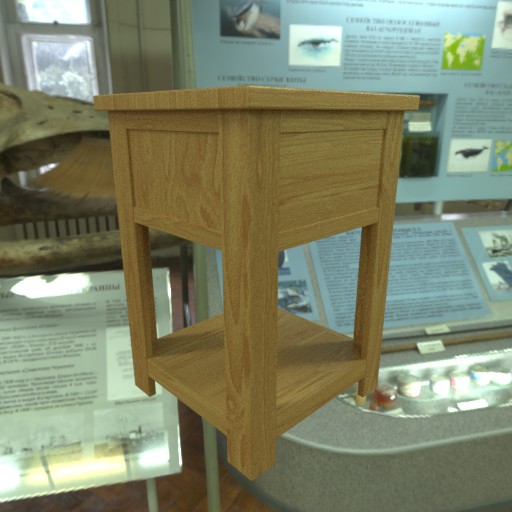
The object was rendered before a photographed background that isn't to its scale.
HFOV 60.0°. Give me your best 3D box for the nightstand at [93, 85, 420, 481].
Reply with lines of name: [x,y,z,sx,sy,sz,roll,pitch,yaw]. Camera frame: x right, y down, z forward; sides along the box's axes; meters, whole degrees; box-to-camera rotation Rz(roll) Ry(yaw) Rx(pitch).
nightstand: [0.000,0.000,0.901,0.428,0.614,0.418,-16,24,-41]
